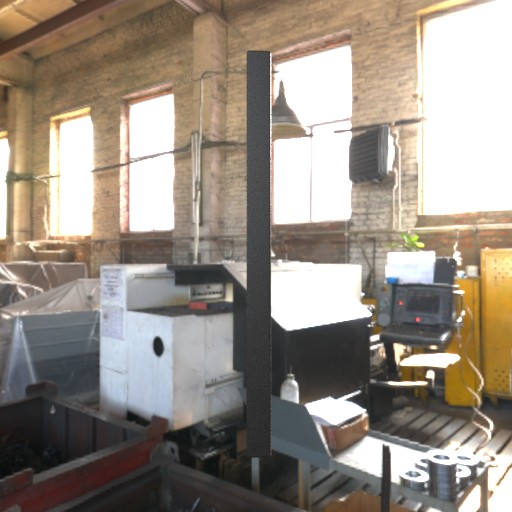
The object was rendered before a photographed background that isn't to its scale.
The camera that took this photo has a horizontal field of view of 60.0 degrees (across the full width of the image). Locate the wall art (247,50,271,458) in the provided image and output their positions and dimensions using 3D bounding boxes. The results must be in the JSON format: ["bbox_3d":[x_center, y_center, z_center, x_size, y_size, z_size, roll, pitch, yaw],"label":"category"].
[{"bbox_3d":[0.000,0.000,0.773,0.031,0.457,0.558,0,-1,-1],"label":"wall art"}]
